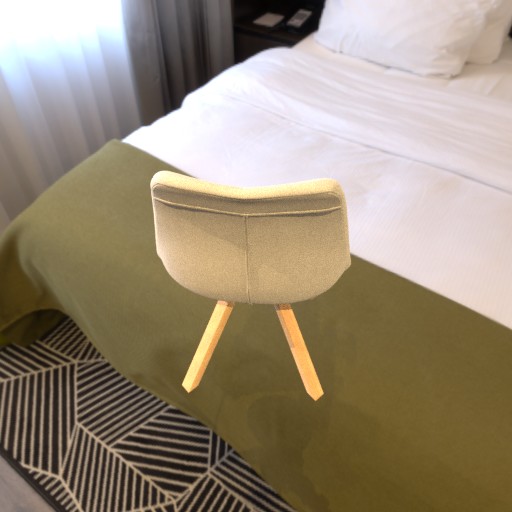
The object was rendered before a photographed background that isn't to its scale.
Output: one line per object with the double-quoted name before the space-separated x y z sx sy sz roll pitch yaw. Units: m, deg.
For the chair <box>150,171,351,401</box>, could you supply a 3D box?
"chair" 0.000 0.000 1.180 0.474 0.863 0.549 3 46 3
